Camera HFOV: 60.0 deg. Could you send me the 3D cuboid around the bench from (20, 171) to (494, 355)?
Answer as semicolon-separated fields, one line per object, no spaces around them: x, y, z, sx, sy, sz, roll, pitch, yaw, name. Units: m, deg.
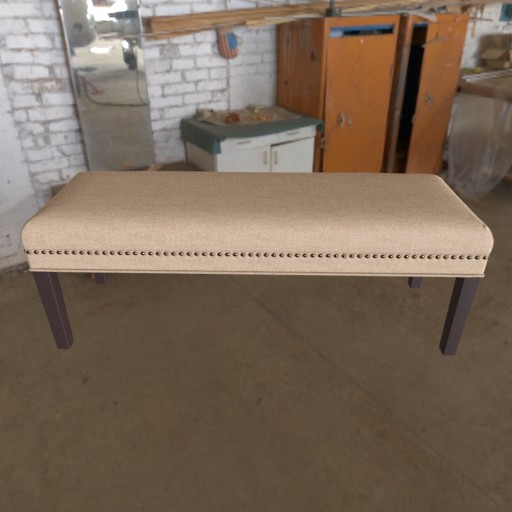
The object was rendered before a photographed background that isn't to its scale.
0.000;0.000;1.389;1.219;0.457;0.410;1;30;1;bench
